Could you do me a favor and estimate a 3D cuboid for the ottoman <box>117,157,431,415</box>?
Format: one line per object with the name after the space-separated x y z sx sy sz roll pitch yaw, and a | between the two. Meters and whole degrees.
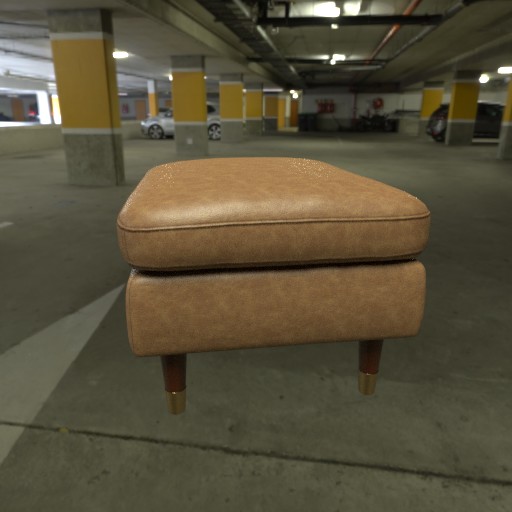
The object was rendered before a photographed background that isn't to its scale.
0.000 0.000 1.148 0.593 0.478 0.747 -3 18 -9 | ottoman
